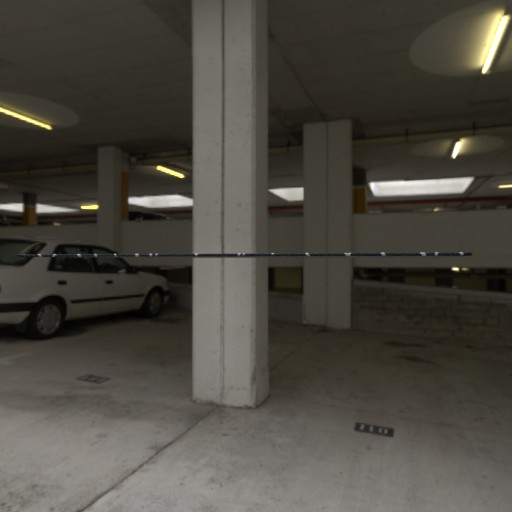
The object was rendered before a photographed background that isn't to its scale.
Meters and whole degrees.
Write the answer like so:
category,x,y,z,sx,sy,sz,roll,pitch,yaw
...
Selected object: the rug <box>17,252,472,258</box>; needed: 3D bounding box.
category,x,y,z,sx,sy,sz,roll,pitch,yaw
rug,0.000,0.000,2.234,1.830,0.013,1.223,0,0,19
